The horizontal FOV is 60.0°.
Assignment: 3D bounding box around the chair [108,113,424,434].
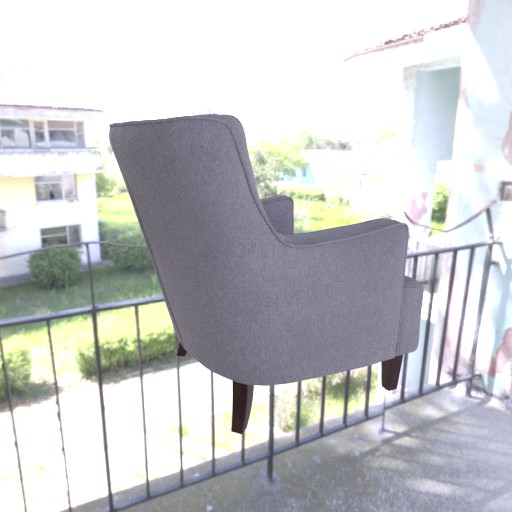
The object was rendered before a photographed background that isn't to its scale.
[{"bbox_3d":[0.000,0.000,1.561,0.910,0.919,0.781,-8,17,-26],"label":"chair"}]
